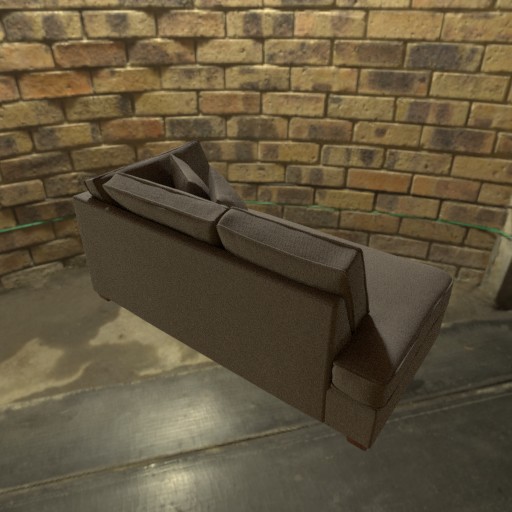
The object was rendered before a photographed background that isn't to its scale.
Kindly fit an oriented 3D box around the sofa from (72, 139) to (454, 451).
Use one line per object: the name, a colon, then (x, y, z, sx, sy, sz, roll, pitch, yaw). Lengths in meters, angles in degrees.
sofa: (0.000, 0.000, 2.851, 2.237, 1.033, 1.110, 21, 37, 31)
